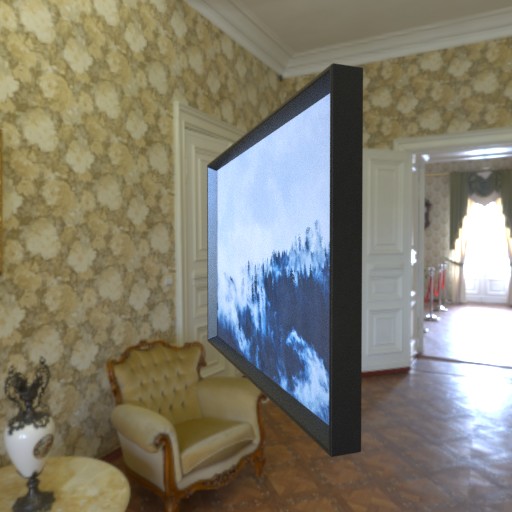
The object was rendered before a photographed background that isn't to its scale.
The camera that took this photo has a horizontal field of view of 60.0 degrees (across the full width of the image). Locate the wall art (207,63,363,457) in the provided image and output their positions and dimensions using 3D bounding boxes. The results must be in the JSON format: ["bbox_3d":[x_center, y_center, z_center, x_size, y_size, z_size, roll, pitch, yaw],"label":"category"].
[{"bbox_3d":[0.000,0.000,1.172,0.058,0.640,0.939,0,1,-19],"label":"wall art"}]
